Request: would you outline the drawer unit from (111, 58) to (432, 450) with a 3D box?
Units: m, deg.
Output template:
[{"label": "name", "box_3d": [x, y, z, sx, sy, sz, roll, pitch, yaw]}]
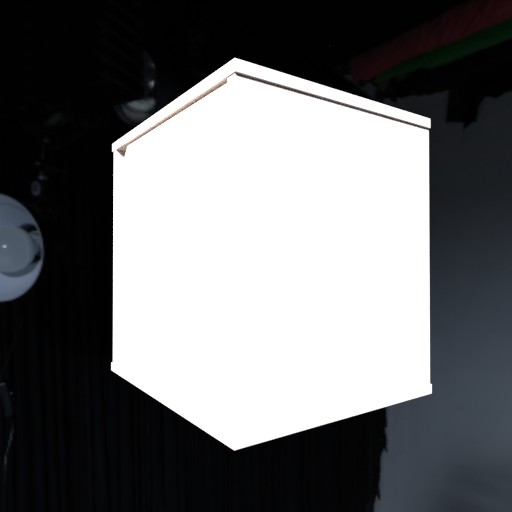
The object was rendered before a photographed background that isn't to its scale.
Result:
[{"label": "drawer unit", "box_3d": [0.000, 0.000, 0.613, 0.290, 0.344, 0.349, 1, -1, -35]}]
